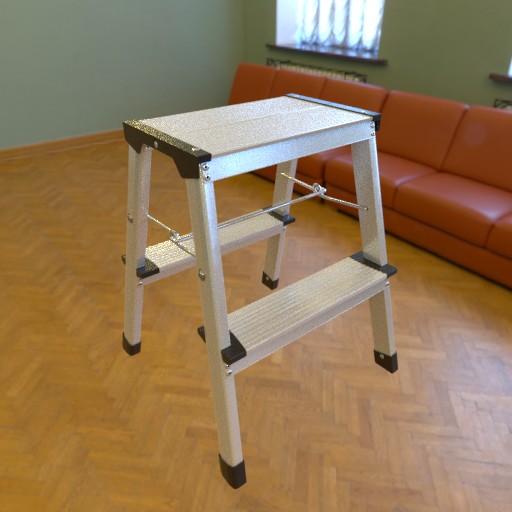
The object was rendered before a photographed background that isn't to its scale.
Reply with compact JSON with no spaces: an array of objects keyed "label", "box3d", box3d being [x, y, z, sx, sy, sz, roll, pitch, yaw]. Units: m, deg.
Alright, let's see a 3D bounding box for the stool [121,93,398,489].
[{"label":"stool","box3d":[0.000,0.000,0.781,0.404,0.480,0.405,-22,37,-32]}]
